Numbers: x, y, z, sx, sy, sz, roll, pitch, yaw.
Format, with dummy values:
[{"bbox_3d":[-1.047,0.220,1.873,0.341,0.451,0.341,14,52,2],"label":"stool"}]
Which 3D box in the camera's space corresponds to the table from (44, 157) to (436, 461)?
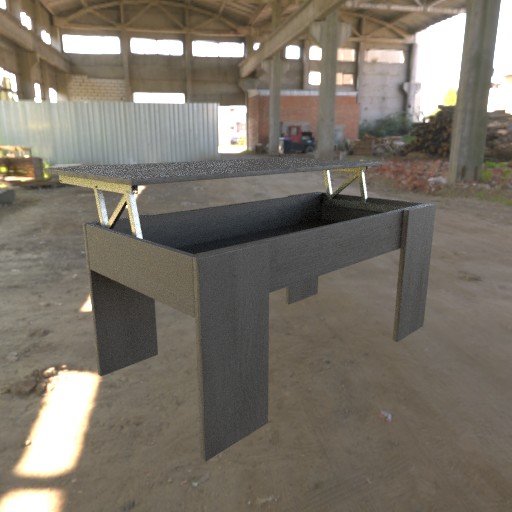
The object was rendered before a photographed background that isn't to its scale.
[{"bbox_3d":[0.000,0.000,1.430,1.000,0.570,0.711,-14,20,-43],"label":"table"}]
